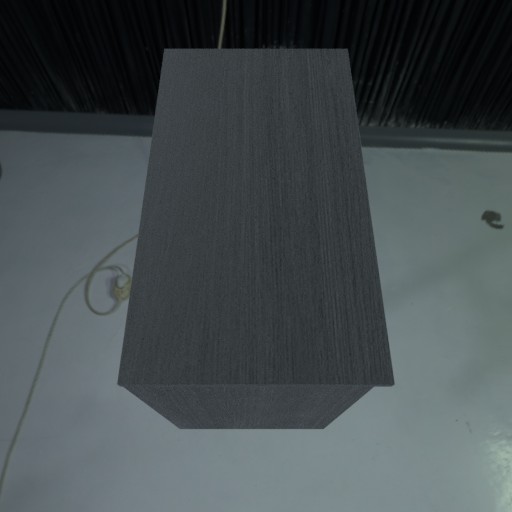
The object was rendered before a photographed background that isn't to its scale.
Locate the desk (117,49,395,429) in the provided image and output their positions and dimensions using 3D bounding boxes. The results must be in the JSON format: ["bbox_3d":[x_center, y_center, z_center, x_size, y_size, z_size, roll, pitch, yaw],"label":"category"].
[{"bbox_3d":[0.000,0.000,1.320,0.498,0.724,0.893,0,63,0],"label":"desk"}]
